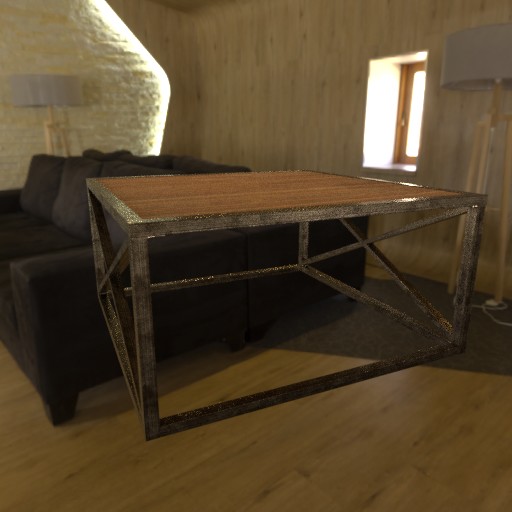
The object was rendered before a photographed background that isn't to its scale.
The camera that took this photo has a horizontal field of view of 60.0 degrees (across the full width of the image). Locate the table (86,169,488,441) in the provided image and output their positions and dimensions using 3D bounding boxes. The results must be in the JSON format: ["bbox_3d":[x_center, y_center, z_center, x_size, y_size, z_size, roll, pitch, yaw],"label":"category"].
[{"bbox_3d":[0.000,0.000,1.417,0.909,0.451,0.899,-7,17,-24],"label":"table"}]
